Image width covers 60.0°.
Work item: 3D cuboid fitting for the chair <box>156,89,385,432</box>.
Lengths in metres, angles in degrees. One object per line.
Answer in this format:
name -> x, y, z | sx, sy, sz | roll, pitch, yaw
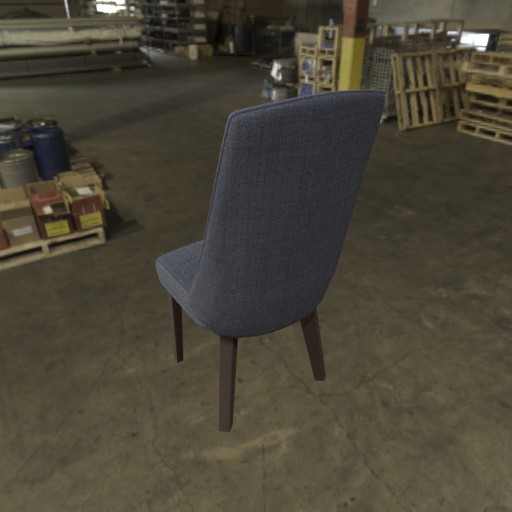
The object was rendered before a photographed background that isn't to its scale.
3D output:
chair -> 0.000, 0.000, 1.377 | 0.510, 1.050, 0.577 | -18, 35, -28
